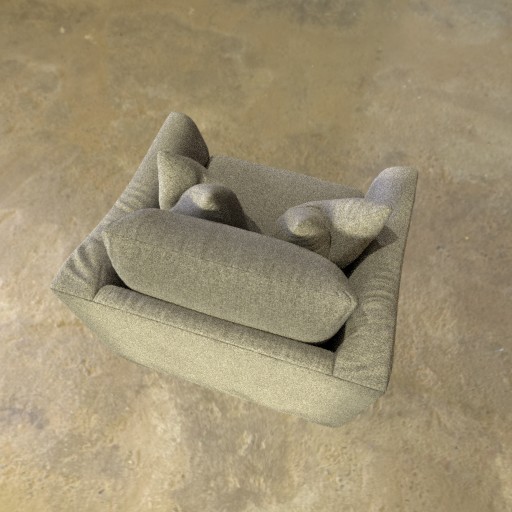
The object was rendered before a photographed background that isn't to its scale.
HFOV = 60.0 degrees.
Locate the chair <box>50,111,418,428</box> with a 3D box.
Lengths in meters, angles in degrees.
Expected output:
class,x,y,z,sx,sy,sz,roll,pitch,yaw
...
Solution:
class,x,y,z,sx,sy,sz,roll,pitch,yaw
chair,0.000,0.000,1.980,1.194,1.059,1.071,16,63,8
